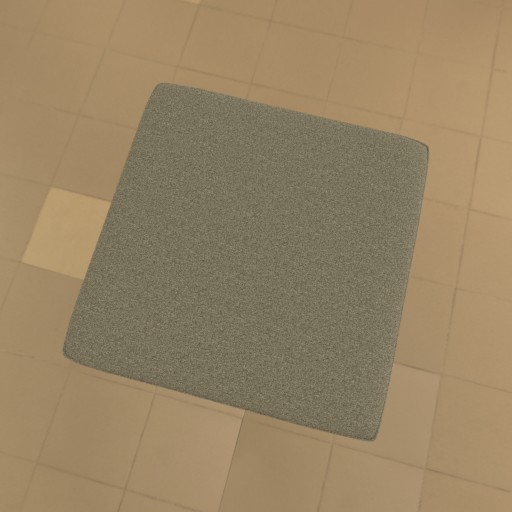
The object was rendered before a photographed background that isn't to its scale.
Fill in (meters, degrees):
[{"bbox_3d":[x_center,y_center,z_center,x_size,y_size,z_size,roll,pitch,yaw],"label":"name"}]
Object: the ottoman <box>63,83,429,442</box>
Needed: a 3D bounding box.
[{"bbox_3d":[0.000,0.000,1.607,1.005,0.464,1.015,14,77,3],"label":"ottoman"}]
